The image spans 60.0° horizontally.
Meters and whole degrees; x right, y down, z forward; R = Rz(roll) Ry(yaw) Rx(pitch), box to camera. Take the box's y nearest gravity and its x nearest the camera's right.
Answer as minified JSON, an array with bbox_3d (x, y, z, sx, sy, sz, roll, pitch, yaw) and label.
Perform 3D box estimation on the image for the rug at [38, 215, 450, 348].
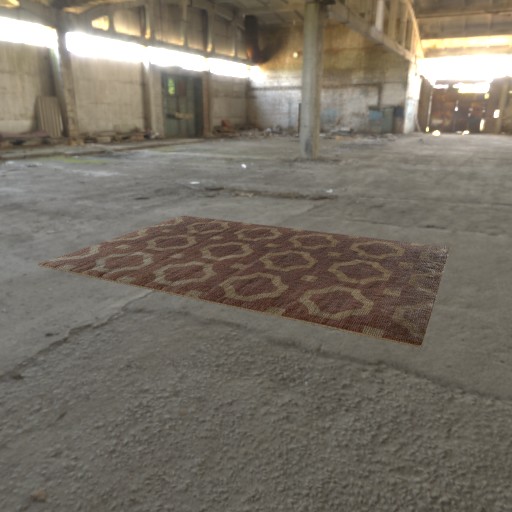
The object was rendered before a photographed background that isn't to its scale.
[{"bbox_3d":[0.000,0.000,2.948,2.286,0.016,1.555,9,20,25],"label":"rug"}]
